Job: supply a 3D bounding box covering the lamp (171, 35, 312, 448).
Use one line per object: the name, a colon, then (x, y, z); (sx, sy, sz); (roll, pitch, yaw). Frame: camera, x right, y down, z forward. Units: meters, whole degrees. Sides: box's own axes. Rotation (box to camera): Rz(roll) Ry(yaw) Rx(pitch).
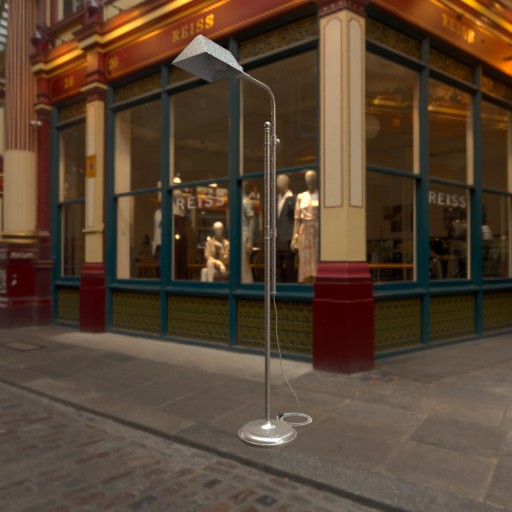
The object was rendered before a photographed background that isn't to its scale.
lamp: (0.000, 0.000, 1.862); (0.256, 1.571, 0.813); (0, 0, 35)
